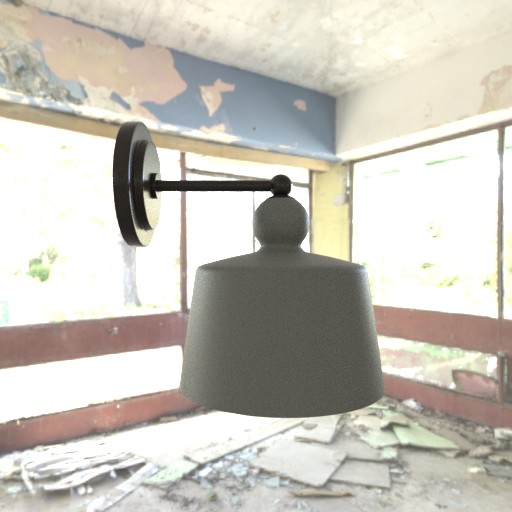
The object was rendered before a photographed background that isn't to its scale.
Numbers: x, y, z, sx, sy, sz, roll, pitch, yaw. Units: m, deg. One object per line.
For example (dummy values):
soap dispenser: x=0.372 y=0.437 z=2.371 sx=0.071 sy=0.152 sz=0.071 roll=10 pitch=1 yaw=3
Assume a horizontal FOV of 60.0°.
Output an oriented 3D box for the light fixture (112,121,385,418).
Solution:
light fixture: x=0.000 y=0.000 z=0.452 sx=0.254 sy=0.268 sz=0.204 roll=0 pitch=-1 yaw=-1
